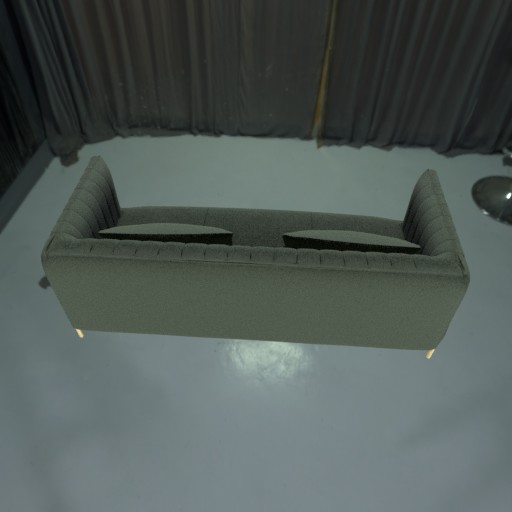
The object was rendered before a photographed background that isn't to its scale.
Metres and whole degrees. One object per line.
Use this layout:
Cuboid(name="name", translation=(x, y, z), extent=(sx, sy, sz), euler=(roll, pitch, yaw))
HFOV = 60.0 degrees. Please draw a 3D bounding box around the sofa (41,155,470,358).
Cuboid(name="sofa", translation=(0.000, 0.000, 2.632), extent=(2.137, 0.793, 0.896), euler=(3, 47, 3))
